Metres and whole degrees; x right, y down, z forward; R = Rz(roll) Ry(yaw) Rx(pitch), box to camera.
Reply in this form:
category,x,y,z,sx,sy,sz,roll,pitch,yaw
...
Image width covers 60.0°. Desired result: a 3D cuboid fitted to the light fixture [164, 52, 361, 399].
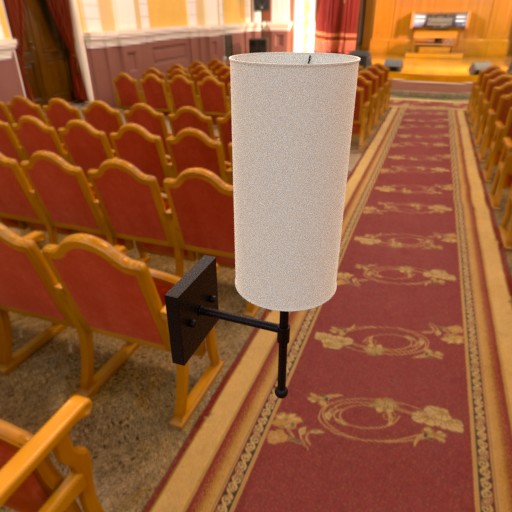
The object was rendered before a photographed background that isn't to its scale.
category,x,y,z,sx,sy,sz,roll,pitch,yaw
light fixture,0.000,0.000,0.560,0.208,0.462,0.128,10,31,18
